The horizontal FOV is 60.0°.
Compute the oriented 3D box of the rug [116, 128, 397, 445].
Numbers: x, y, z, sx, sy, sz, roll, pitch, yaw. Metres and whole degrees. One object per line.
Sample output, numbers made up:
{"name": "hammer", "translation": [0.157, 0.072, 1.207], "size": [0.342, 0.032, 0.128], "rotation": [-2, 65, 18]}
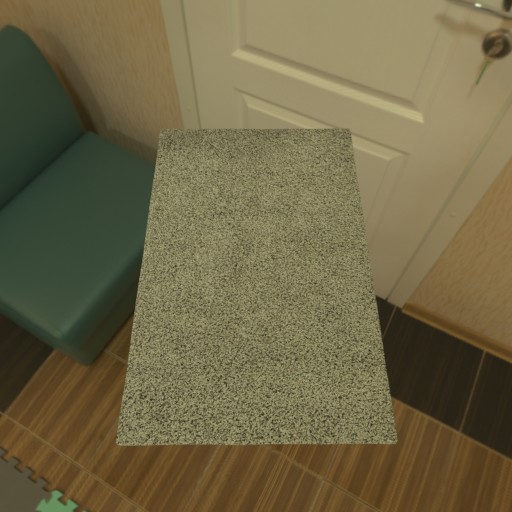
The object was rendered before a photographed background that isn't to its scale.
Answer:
{"name": "rug", "translation": [0.000, 0.000, 3.475], "size": [1.778, 0.030, 2.743], "rotation": [0, 60, 0]}
